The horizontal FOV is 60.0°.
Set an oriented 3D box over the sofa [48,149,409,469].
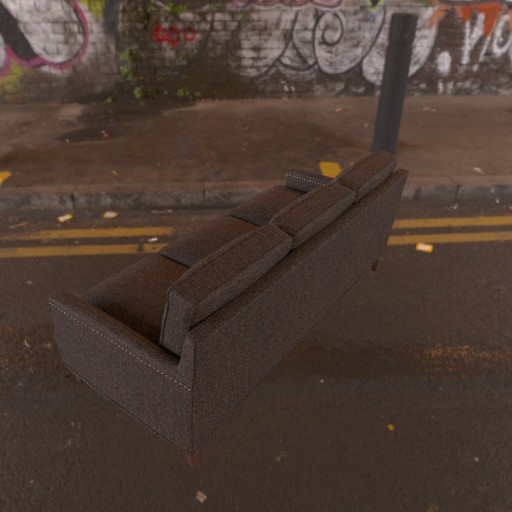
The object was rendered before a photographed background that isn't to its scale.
[{"bbox_3d":[0.000,0.000,2.792,1.084,1.003,2.246,21,38,30],"label":"sofa"}]
